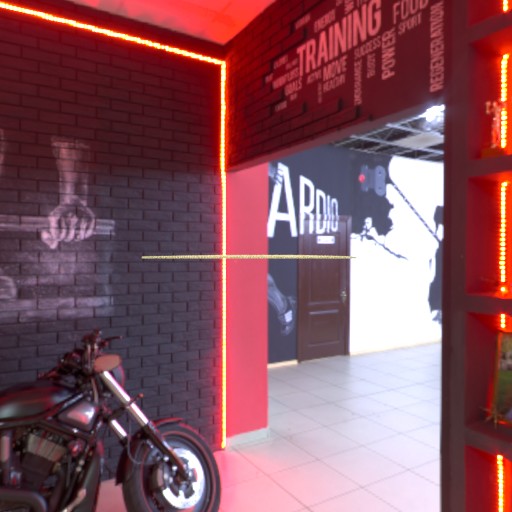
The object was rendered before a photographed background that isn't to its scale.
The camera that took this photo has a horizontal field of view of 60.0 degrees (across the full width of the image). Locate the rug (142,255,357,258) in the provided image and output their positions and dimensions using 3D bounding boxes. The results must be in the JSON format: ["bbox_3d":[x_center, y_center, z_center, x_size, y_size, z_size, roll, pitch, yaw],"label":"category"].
[{"bbox_3d":[0.000,0.000,2.634,0.686,0.006,2.437,0,0,1],"label":"rug"}]
